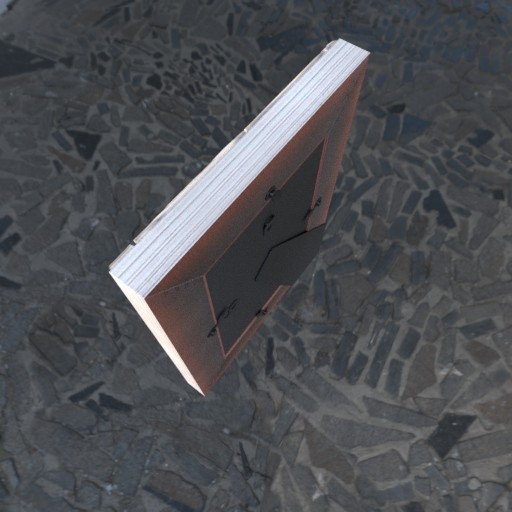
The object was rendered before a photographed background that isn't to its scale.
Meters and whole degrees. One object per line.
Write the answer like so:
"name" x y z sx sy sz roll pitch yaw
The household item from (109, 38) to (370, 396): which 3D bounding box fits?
"household item" 0.000 0.000 0.292 0.025 0.216 0.165 34 68 16
